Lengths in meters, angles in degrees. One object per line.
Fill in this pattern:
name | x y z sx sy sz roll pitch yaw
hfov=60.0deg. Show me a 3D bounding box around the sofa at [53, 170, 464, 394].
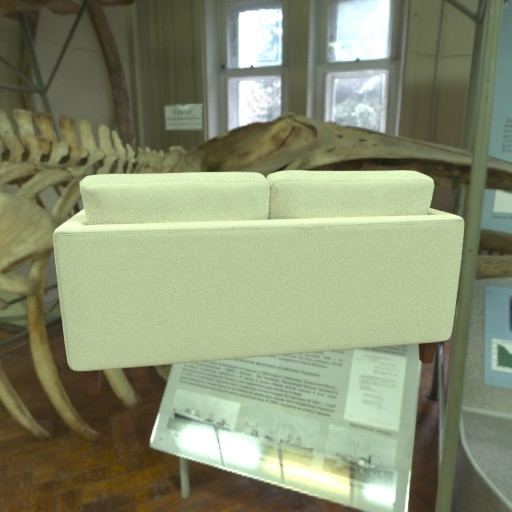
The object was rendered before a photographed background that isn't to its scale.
sofa | 0.000 0.000 2.265 1.702 0.888 0.964 -2 15 -10
